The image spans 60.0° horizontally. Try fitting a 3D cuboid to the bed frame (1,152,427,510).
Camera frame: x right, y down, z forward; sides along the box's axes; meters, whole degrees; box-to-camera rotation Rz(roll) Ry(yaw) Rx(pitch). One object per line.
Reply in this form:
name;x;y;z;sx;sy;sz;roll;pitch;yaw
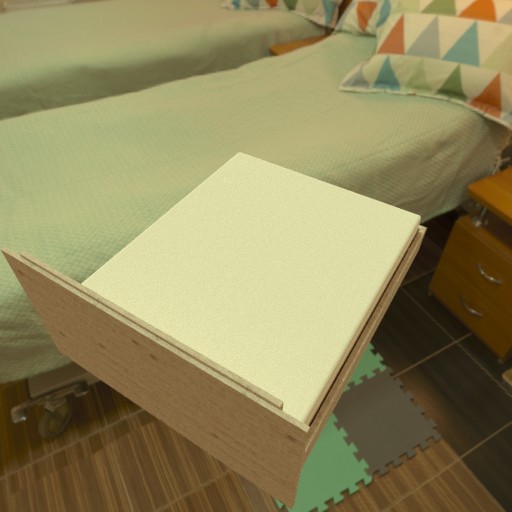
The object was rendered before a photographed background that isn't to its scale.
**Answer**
bed frame;0.000;0.000;2.867;1.750;0.970;2.080;24;50;22
